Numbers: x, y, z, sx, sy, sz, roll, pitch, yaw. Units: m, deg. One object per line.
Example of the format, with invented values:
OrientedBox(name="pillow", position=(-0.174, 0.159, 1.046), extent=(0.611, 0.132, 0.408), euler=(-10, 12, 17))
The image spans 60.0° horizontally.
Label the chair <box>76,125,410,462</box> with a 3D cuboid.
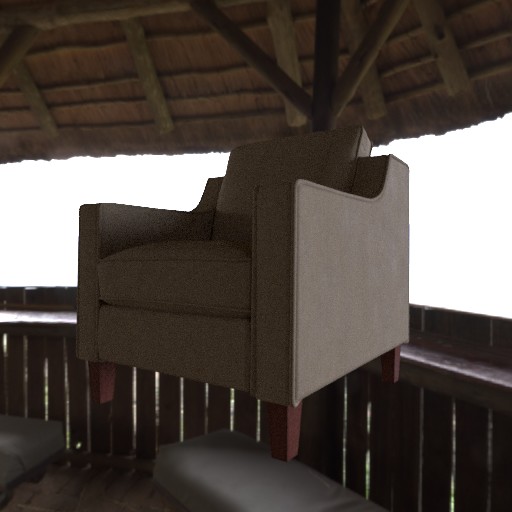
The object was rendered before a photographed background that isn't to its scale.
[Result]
OrientedBox(name="chair", position=(0.000, 0.000, 1.580), extent=(0.831, 0.960, 0.909), euler=(0, 0, 35))
